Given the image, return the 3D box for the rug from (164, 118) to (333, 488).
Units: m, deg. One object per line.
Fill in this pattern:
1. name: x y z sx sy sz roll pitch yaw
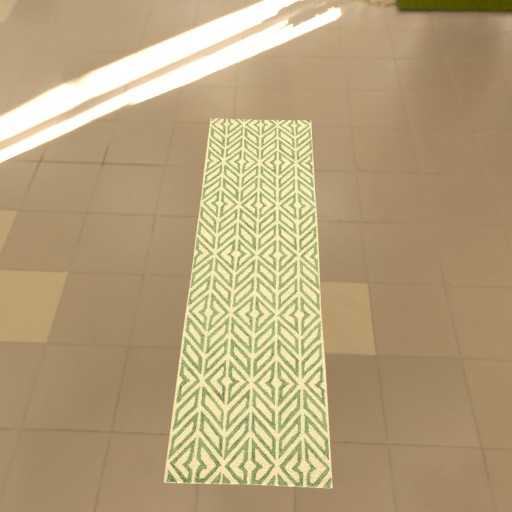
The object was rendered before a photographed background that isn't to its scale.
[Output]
1. rug: 0.000 0.000 2.633 0.750 0.009 2.435 1 57 1
